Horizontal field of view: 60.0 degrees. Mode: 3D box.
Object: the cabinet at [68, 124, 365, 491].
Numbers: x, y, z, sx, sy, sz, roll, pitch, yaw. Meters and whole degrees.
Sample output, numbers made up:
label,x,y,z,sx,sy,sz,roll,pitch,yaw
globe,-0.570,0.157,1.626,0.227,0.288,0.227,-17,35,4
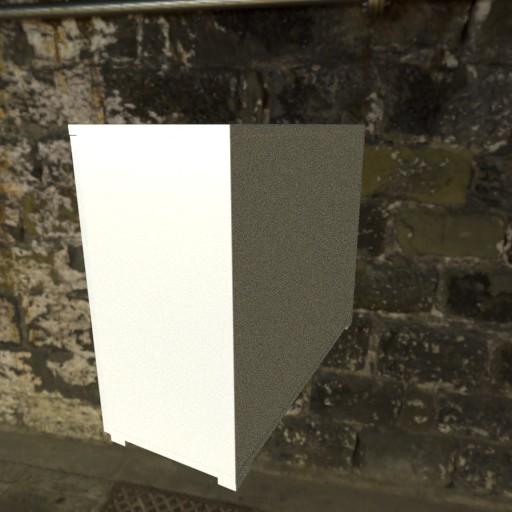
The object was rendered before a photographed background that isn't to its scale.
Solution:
label,x,y,z,sx,sy,sz,roll,pitch,yaw
cabinet,0.000,0.000,1.406,0.400,0.800,1.000,8,18,25
